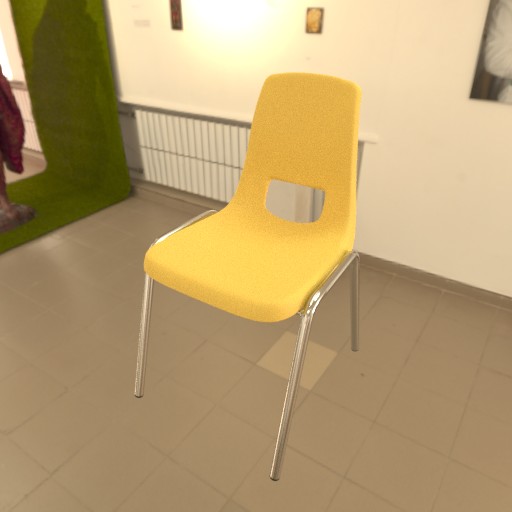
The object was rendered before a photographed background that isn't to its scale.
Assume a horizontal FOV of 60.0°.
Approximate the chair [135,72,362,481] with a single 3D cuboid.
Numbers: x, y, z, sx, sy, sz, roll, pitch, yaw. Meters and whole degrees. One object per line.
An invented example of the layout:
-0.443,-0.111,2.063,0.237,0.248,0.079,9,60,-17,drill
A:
0.000,0.000,0.909,0.381,0.653,0.436,18,35,29,chair
